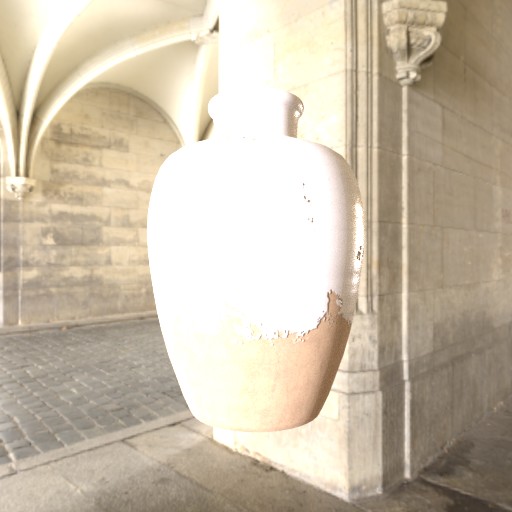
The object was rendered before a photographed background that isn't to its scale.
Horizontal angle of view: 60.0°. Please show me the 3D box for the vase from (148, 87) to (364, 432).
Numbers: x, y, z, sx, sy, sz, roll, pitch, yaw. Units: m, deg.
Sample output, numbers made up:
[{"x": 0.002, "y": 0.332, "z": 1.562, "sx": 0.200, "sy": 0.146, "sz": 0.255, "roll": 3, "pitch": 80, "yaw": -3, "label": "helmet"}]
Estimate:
[{"x": 0.000, "y": 0.000, "z": 0.333, "sx": 0.158, "sy": 0.228, "sz": 0.158, "roll": 0, "pitch": 0, "yaw": 0, "label": "vase"}]
